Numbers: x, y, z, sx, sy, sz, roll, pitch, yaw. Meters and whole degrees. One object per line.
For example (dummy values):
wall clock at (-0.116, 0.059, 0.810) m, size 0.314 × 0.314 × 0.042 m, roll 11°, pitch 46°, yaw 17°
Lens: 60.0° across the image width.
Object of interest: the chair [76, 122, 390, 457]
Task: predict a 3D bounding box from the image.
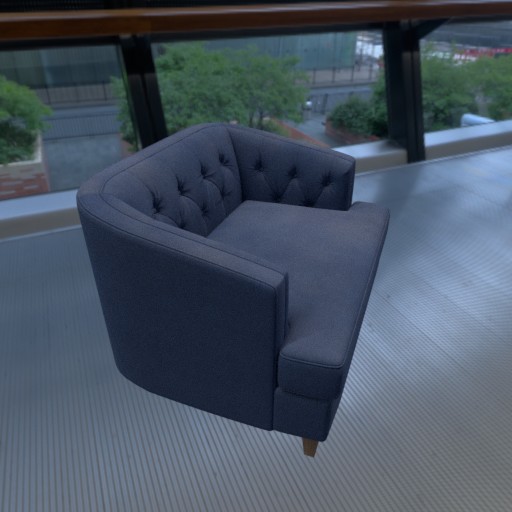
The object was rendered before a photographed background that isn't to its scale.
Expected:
chair at (0.000, 0.000, 1.759) m, size 0.914 × 0.787 × 1.118 m, roll 11°, pitch 32°, yaw 18°
